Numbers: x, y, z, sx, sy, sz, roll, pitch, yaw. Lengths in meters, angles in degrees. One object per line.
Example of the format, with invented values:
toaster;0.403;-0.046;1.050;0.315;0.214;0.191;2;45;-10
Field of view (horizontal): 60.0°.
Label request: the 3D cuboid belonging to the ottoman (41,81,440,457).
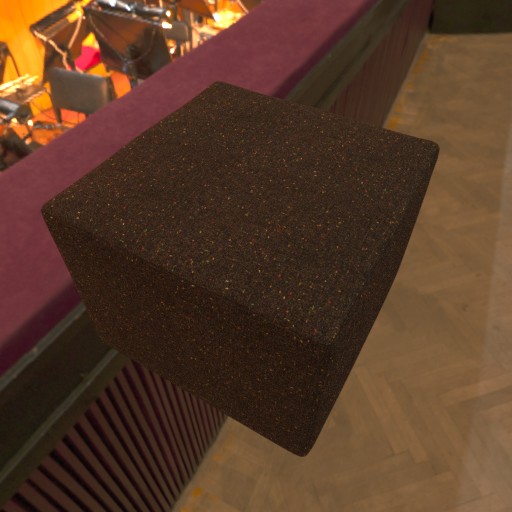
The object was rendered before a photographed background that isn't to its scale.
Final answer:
ottoman;0.000;0.000;0.883;0.508;0.432;0.508;23;51;20
